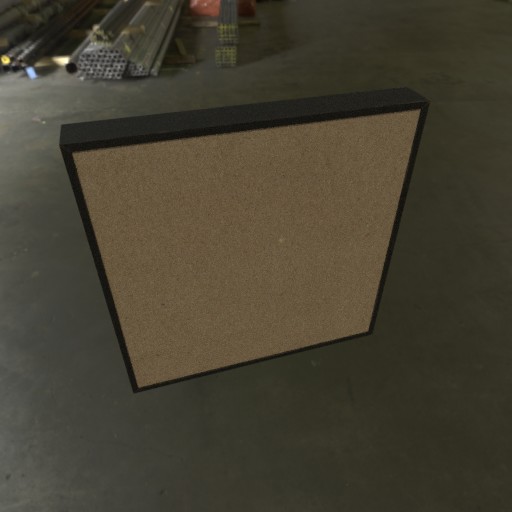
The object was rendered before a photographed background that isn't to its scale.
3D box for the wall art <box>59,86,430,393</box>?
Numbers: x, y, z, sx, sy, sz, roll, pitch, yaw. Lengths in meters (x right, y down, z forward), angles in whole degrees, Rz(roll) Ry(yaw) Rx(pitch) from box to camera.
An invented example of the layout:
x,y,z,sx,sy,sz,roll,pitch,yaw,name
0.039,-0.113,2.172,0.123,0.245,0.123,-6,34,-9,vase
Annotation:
x,y,z,sx,sy,sz,roll,pitch,yaw,name
0.000,0.000,0.460,0.305,0.305,0.038,-11,40,-13,wall art
